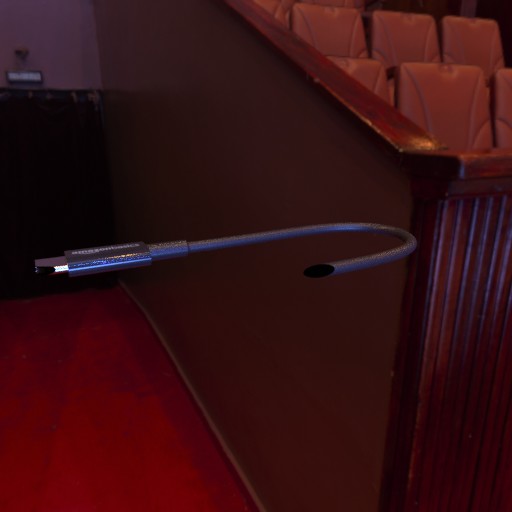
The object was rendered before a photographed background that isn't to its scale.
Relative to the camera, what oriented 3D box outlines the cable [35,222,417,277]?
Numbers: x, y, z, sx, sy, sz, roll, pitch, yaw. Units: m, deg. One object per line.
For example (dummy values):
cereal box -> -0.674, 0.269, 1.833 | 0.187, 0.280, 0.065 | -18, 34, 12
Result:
cable -> 0.000, 0.000, 0.111 | 0.098, 0.005, 0.041 | -9, 20, -26
